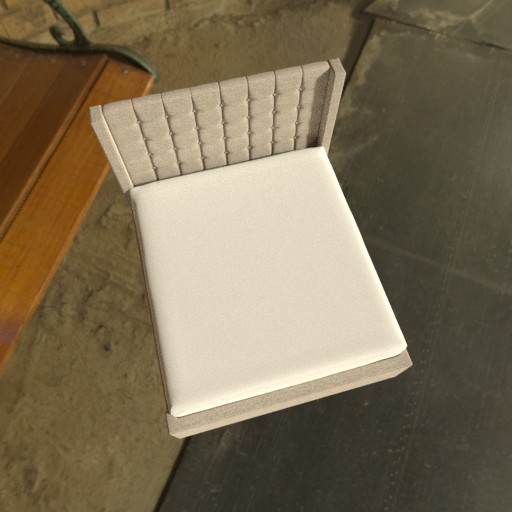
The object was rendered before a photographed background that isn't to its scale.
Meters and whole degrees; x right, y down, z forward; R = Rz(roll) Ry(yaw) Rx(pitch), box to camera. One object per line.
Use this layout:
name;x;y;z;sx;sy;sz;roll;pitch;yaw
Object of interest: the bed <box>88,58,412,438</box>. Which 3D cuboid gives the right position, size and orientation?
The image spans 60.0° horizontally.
bed;0.000;0.000;3.804;2.044;1.748;2.372;-14;65;-7
